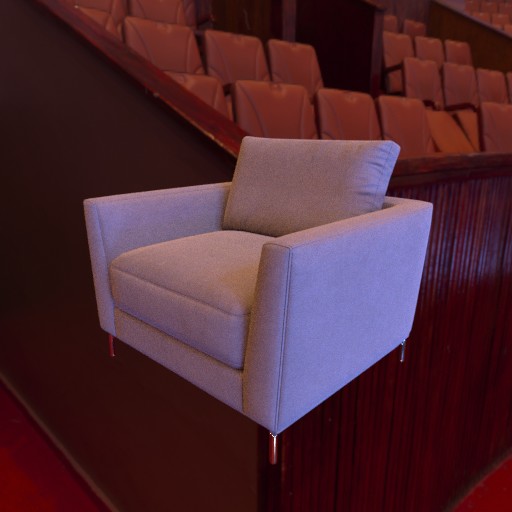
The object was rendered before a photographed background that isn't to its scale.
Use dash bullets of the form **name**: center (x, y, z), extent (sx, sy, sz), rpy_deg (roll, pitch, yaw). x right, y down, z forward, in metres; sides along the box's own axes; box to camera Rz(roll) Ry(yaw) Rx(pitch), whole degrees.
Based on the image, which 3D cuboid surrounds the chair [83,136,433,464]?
- **chair**: center (0.000, 0.000, 1.684), extent (1.041, 0.864, 0.889), rpy_deg (15, 22, 42)
